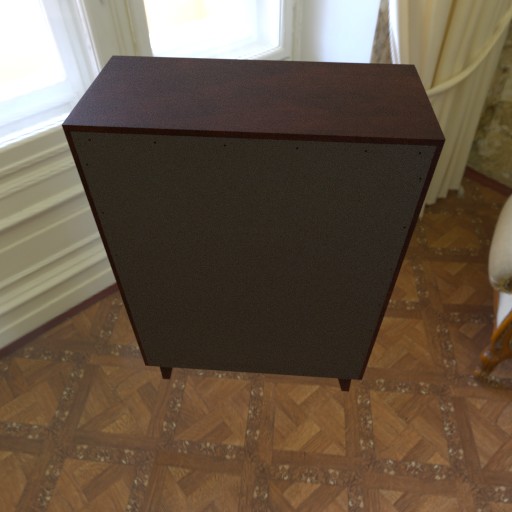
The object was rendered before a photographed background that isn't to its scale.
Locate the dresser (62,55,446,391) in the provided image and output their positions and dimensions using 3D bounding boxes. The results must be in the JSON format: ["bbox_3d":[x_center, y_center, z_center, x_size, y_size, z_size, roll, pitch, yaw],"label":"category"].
[{"bbox_3d":[0.000,0.000,1.952,1.072,1.514,0.506,3,46,3],"label":"dresser"}]
